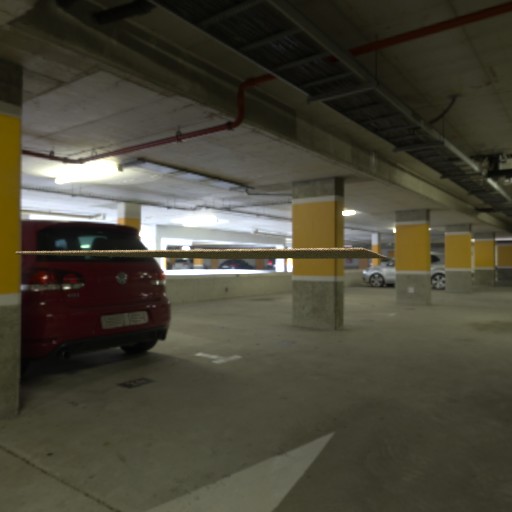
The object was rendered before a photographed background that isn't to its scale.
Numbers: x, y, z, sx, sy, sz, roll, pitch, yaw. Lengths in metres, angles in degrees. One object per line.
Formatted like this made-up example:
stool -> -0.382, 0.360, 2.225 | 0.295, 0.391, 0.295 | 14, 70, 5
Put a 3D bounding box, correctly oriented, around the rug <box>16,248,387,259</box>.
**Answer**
rug -> 0.000, 0.000, 2.850 | 1.547, 0.013, 2.283 | 0, -1, 18
